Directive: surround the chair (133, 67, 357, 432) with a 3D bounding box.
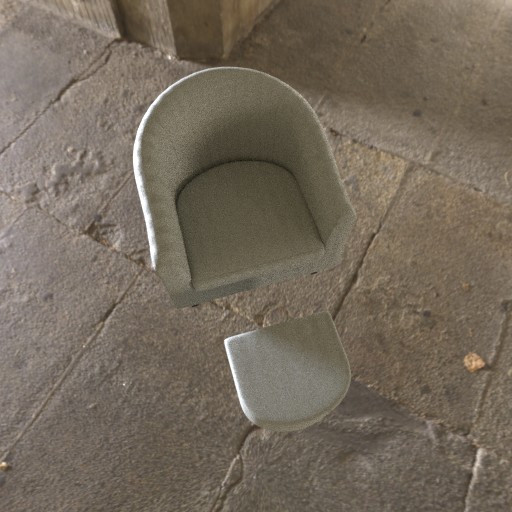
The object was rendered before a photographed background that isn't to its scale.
[{"bbox_3d":[0.000,0.000,1.754,0.756,0.757,1.288,-15,65,-7],"label":"chair"}]
